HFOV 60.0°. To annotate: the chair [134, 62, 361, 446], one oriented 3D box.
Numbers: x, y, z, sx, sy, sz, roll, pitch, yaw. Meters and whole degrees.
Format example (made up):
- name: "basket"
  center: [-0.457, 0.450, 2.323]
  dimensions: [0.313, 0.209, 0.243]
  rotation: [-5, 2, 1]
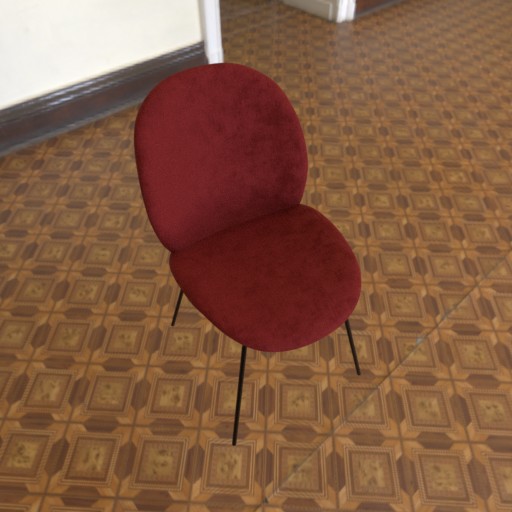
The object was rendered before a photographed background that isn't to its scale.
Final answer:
- name: "chair"
  center: [0.000, 0.000, 1.172]
  dimensions: [0.458, 0.791, 0.587]
  rotation: [-22, 51, -19]
